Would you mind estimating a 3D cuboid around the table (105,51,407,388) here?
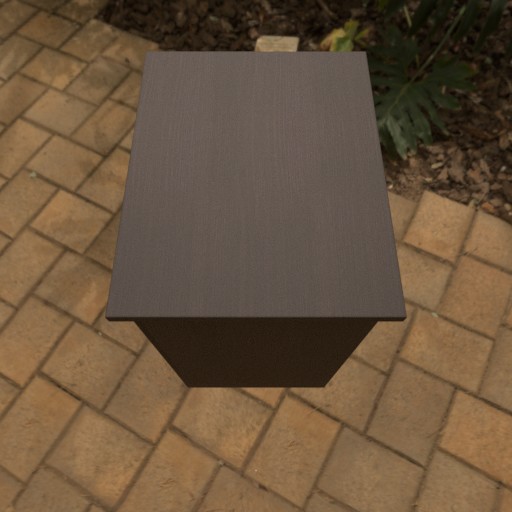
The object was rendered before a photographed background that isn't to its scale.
[{"bbox_3d":[0.000,0.000,0.948,0.381,0.635,0.480,0,64,0],"label":"table"}]
